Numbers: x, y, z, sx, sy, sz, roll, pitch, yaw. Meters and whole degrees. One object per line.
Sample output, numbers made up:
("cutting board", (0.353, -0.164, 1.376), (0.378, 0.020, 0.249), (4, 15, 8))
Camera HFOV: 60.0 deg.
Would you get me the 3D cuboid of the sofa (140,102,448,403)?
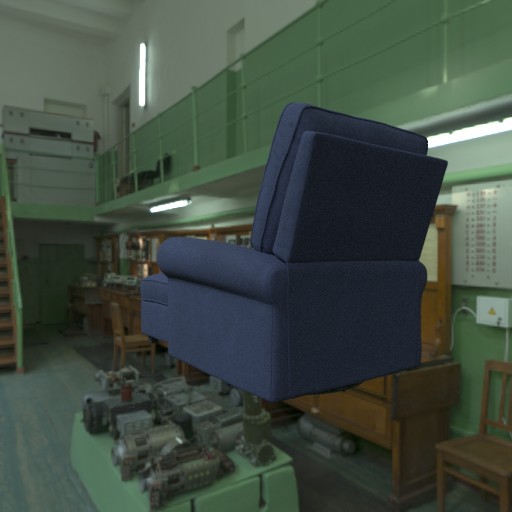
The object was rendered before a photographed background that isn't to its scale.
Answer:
("sofa", (0.000, 0.000, 2.020), (0.880, 0.959, 1.478), (0, 0, -36))
